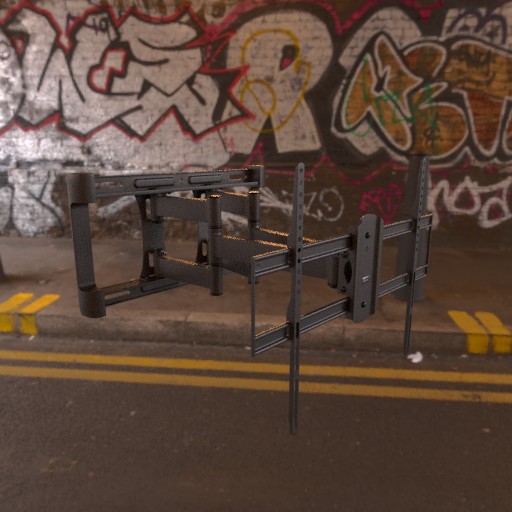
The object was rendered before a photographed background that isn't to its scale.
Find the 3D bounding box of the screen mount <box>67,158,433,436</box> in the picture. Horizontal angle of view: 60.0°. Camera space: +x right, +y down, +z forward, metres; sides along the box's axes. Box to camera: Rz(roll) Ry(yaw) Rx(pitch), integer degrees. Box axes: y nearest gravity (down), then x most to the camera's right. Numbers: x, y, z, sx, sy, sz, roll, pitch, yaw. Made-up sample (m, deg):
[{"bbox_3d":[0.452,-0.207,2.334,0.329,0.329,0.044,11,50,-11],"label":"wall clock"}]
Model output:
[{"bbox_3d":[0.000,0.000,1.128,0.644,0.491,0.661,13,19,43],"label":"screen mount"}]
